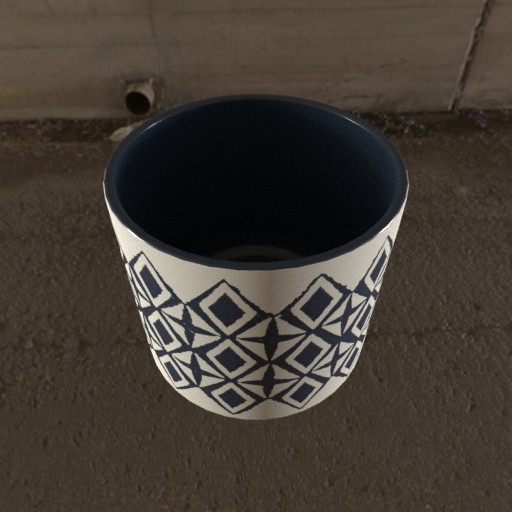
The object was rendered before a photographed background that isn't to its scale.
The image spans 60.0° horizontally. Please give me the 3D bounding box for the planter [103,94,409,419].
[{"bbox_3d":[0.000,0.000,0.286,0.159,0.144,0.159,0,45,0],"label":"planter"}]
